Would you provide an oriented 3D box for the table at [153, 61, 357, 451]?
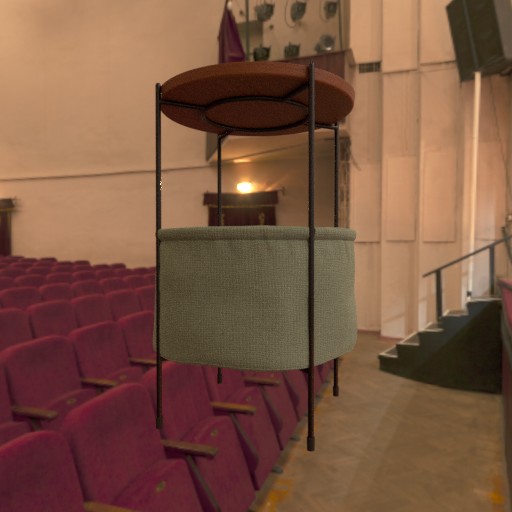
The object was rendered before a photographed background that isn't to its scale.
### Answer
[{"bbox_3d":[0.000,0.000,0.891,0.400,0.623,0.400,0,1,18],"label":"table"}]
